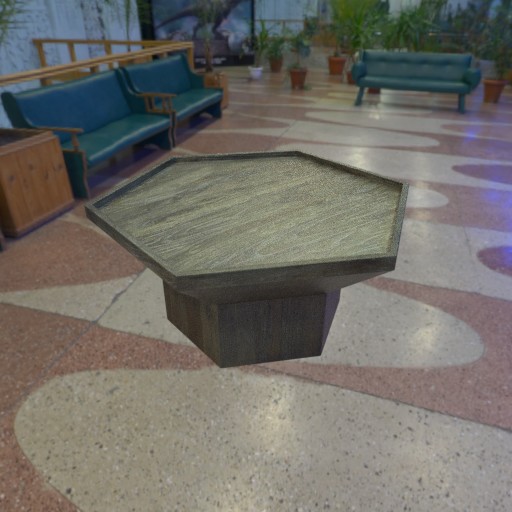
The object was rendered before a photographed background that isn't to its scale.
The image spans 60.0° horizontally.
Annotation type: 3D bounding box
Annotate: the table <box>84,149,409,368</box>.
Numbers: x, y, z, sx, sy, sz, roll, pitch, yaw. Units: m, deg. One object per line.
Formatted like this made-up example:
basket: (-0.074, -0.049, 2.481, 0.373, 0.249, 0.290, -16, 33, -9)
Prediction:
table: (0.000, 0.000, 1.620, 0.966, 0.488, 1.115, 10, 31, 17)
